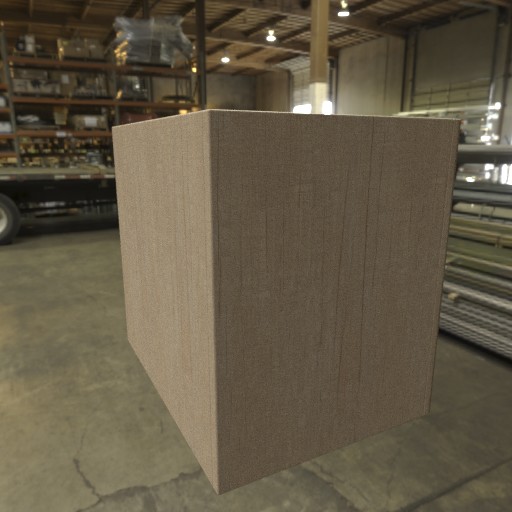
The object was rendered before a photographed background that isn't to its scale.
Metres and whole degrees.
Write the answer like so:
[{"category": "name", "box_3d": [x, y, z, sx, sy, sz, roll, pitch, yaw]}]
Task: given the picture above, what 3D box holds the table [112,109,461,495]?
[{"category": "table", "box_3d": [0.000, 0.000, 0.890, 0.420, 0.510, 0.570, -7, 16, -27]}]
